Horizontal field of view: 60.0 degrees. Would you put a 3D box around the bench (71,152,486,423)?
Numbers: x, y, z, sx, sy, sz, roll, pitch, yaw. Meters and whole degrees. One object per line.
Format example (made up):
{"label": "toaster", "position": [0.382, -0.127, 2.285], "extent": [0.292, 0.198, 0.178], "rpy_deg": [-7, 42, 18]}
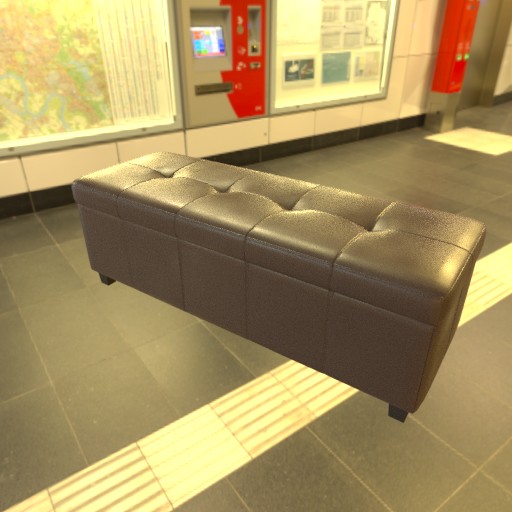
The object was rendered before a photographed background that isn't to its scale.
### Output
{"label": "bench", "position": [0.000, 0.000, 1.415], "extent": [1.219, 0.417, 0.450], "rpy_deg": [18, 34, 30]}
